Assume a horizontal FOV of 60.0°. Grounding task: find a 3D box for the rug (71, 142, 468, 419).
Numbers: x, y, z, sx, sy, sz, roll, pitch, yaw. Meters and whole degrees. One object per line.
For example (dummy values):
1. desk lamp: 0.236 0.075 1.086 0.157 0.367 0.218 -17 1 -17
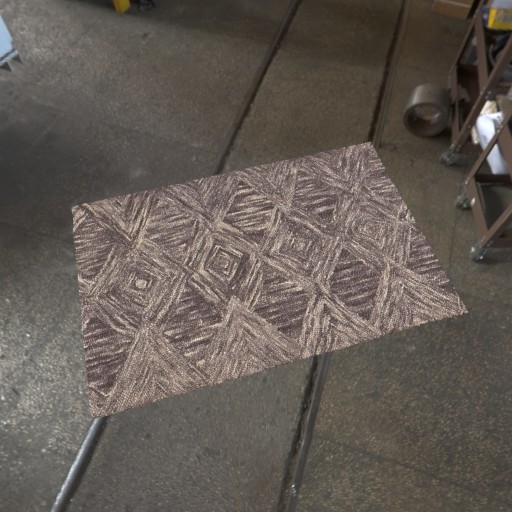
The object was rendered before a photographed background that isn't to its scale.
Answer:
1. rug: 0.000 0.000 2.316 1.814 0.012 1.186 -14 60 -8
